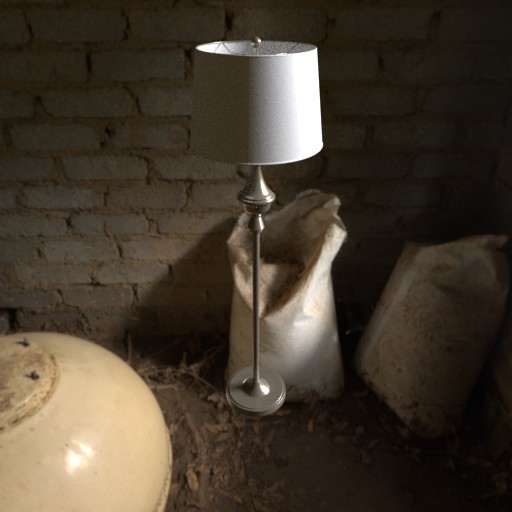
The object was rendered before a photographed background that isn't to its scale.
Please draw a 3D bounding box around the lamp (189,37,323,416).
[{"bbox_3d":[0.000,0.000,1.671,0.431,1.488,0.431,0,32,0],"label":"lamp"}]
